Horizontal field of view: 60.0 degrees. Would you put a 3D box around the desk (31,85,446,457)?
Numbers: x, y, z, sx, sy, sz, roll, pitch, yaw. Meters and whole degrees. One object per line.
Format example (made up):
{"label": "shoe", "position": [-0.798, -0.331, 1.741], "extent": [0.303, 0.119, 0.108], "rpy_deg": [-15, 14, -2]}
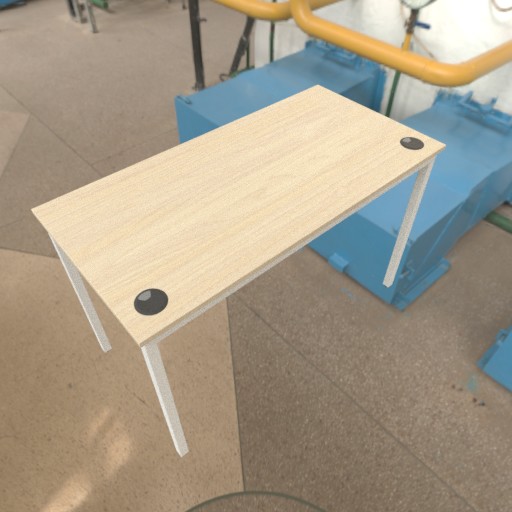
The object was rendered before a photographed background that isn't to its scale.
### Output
{"label": "desk", "position": [0.000, 0.000, 1.664], "extent": [1.200, 0.750, 0.600], "rpy_deg": [-32, 54, -27]}
